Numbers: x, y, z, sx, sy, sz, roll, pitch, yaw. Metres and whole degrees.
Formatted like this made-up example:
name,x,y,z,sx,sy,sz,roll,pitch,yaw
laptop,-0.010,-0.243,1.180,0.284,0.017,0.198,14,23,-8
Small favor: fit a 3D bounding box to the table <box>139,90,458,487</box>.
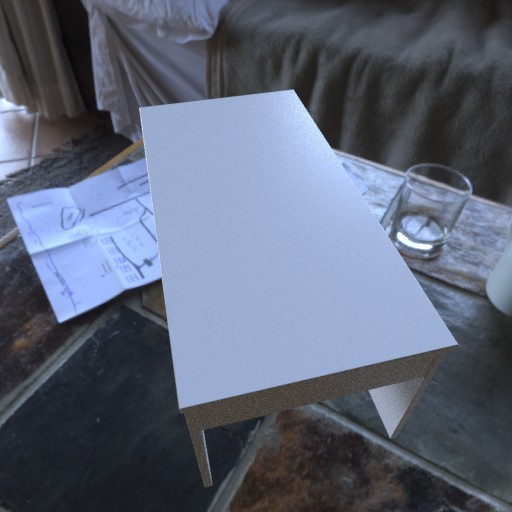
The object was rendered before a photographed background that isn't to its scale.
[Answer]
name,x,y,z,sx,sy,sz,roll,pitch,yaw
table,0.000,0.000,1.244,0.500,0.440,1.000,-10,48,-9
